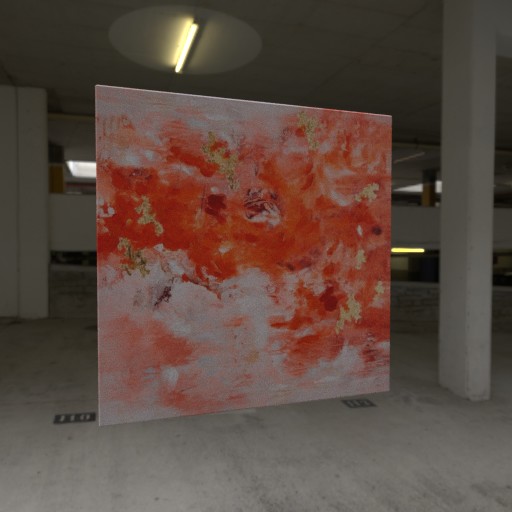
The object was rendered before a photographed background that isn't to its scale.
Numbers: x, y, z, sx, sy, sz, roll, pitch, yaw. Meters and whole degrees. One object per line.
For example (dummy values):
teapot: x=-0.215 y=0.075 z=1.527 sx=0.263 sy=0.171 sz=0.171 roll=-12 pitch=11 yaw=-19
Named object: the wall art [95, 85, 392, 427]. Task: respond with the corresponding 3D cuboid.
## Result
wall art: x=0.000 y=0.000 z=1.109 sx=0.747 sy=0.746 sz=0.064 roll=-1 pitch=2 yaw=-18
